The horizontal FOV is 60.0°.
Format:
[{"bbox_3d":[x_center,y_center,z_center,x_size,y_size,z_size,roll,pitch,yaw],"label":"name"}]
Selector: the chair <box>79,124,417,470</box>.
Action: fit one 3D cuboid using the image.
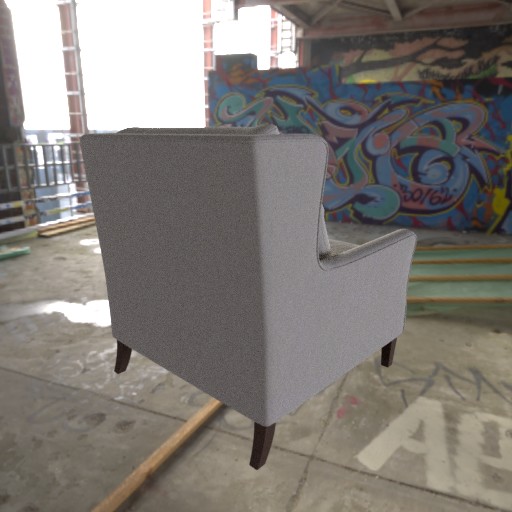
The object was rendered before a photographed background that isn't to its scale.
[{"bbox_3d":[0.000,0.000,1.876,0.982,1.056,1.040,14,21,41],"label":"chair"}]
